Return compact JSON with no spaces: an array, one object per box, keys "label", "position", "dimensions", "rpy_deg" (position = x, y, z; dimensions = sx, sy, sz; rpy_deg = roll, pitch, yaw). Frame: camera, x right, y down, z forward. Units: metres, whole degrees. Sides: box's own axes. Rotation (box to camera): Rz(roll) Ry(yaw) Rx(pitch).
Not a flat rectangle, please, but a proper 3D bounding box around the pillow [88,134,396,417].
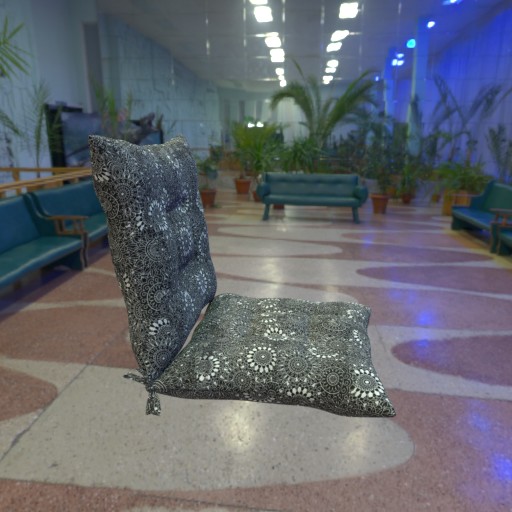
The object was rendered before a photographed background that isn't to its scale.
[{"label":"pillow","position":[0.000,0.000,1.007],"dimensions":[0.585,0.536,0.541],"rpy_deg":[2,15,8]}]
